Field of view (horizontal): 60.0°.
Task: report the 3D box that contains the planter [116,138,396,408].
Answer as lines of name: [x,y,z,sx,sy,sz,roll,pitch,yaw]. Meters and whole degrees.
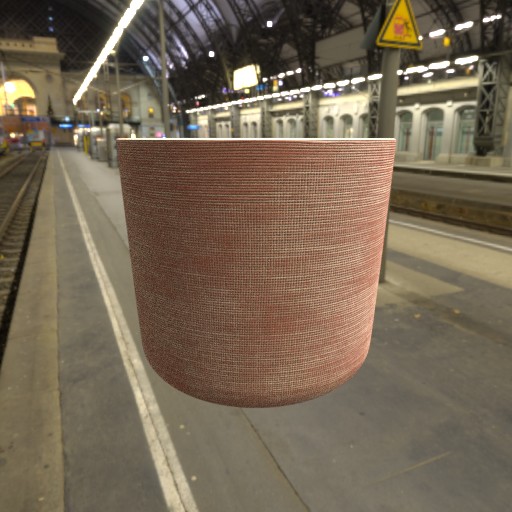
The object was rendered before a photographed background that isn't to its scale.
planter: [0.000,0.000,0.778,0.440,0.398,0.440,0,15,0]
